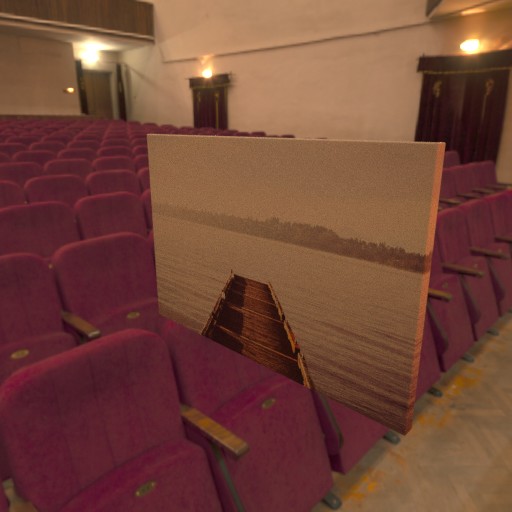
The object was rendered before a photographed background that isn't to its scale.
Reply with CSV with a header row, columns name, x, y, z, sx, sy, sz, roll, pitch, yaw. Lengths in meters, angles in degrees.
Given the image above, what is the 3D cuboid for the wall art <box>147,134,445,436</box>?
name,x,y,z,sx,sy,sz,roll,pitch,yaw
wall art,0.000,0.000,0.791,0.615,0.410,0.021,15,23,42
